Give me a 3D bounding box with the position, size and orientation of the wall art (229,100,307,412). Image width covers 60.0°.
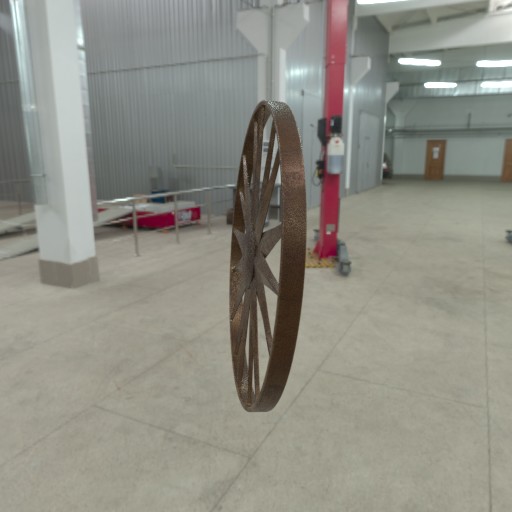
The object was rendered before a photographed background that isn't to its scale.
[{"bbox_3d":[0.000,0.000,0.877,0.084,0.583,0.582,-2,13,-9],"label":"wall art"}]
